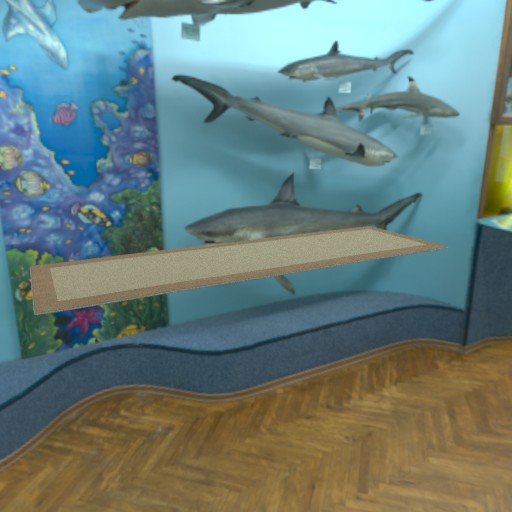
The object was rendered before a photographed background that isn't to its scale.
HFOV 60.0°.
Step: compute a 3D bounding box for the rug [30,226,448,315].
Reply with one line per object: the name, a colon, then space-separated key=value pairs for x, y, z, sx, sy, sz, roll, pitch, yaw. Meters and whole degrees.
rug: x=0.000 y=0.000 z=2.670 sx=2.430 sy=0.012 sz=0.767 roll=-8 pitch=17 yaw=-26
